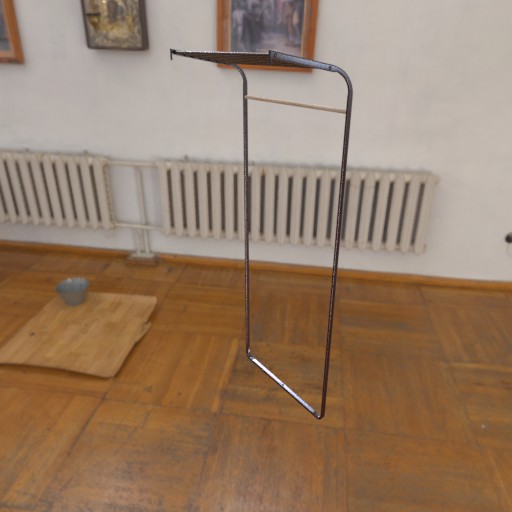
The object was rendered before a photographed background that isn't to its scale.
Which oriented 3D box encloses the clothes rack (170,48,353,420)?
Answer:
[{"bbox_3d":[0.000,0.000,1.859,0.349,1.574,0.609,-18,31,-33],"label":"clothes rack"}]
